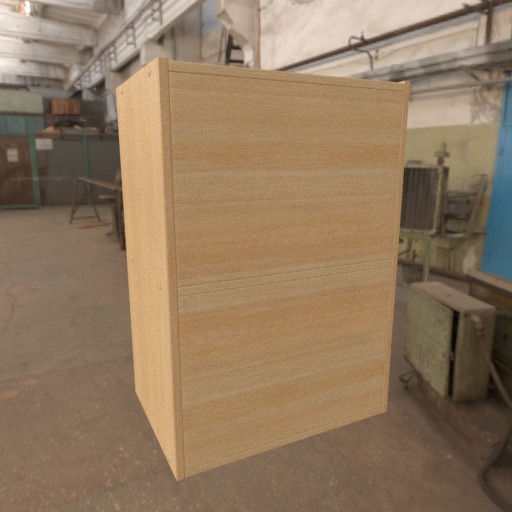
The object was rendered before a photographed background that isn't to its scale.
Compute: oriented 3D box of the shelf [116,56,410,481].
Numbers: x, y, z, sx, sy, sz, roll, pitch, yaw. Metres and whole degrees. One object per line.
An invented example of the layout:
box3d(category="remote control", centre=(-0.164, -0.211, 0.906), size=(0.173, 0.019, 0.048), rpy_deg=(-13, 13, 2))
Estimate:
box3d(category="shelf", centre=(0.000, 0.000, 0.814), size=(0.414, 0.592, 0.290), rpy_deg=(-6, 14, -26))
